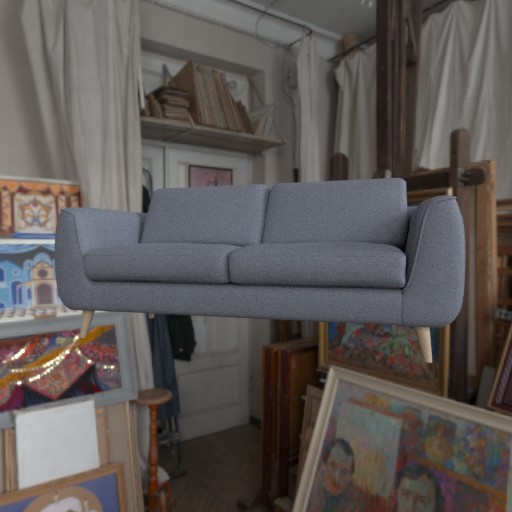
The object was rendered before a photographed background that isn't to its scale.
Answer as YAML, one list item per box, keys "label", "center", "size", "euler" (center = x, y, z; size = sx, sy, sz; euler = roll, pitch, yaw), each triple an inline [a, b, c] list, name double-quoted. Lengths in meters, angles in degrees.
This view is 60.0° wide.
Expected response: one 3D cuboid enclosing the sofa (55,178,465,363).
- label: "sofa"
  center: [0.000, 0.000, 2.478]
  size: [2.000, 0.870, 0.920]
  euler: [0, 1, 17]
